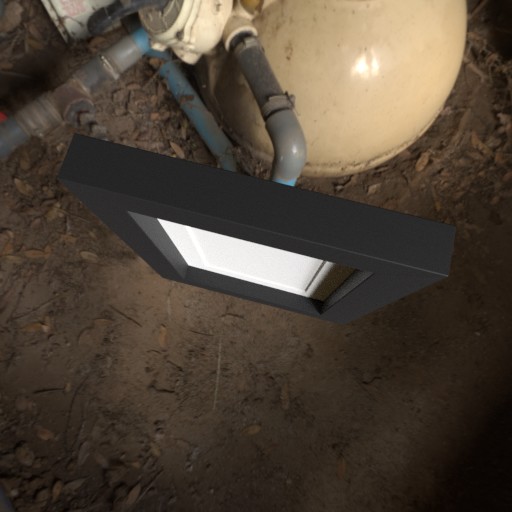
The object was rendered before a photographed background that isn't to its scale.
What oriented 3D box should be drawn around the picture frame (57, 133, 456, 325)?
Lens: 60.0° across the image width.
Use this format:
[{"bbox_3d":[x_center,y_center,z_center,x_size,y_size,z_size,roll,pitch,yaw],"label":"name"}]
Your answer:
[{"bbox_3d":[0.000,0.000,0.276,0.157,0.208,0.028,14,77,3],"label":"picture frame"}]
